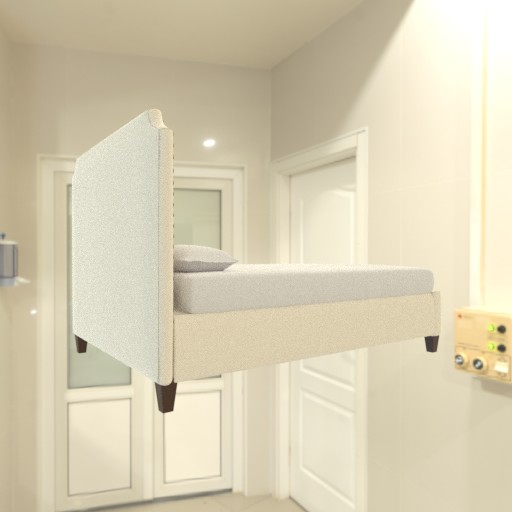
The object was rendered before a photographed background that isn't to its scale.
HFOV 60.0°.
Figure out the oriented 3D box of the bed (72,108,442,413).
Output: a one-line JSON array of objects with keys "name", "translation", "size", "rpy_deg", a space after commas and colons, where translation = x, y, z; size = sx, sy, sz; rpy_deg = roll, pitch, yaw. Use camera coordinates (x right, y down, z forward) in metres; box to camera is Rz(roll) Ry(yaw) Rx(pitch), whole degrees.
[{"name": "bed", "translation": [0.000, 0.000, 3.440], "size": [2.372, 1.497, 1.712], "rpy_deg": [0, 0, -36]}]
